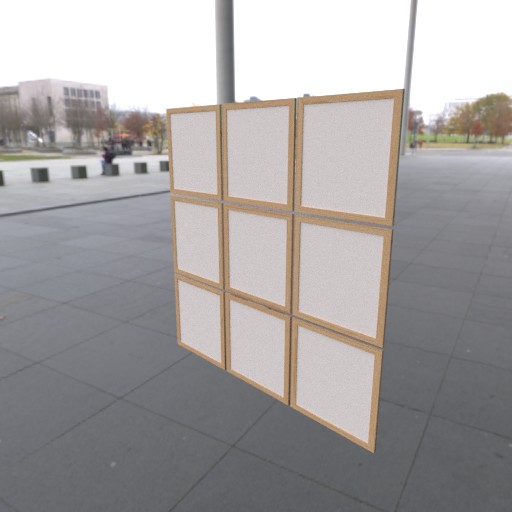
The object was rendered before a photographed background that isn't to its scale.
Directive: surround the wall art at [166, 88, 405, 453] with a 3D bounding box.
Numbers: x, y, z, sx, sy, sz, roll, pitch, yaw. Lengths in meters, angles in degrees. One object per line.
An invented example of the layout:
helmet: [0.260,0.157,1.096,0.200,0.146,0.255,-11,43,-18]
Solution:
wall art: [0.000,0.000,2.303,0.013,1.523,1.517,-14,20,-42]
